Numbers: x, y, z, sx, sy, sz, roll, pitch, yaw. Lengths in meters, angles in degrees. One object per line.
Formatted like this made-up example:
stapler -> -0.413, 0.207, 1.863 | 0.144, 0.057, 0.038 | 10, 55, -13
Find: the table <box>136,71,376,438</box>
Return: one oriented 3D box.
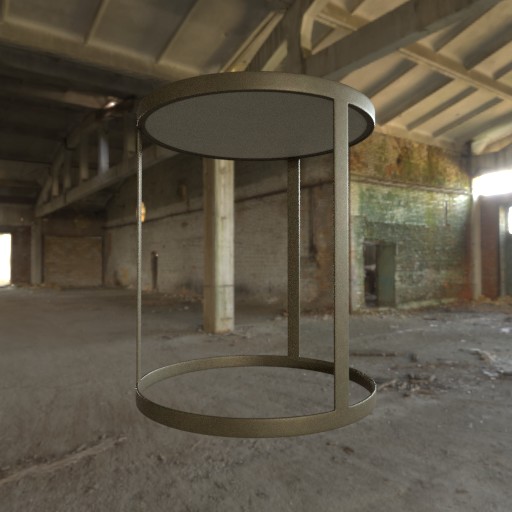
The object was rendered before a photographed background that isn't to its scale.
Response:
table -> 0.000, 0.000, 0.921 | 0.480, 0.565, 0.480 | 0, -1, 0
